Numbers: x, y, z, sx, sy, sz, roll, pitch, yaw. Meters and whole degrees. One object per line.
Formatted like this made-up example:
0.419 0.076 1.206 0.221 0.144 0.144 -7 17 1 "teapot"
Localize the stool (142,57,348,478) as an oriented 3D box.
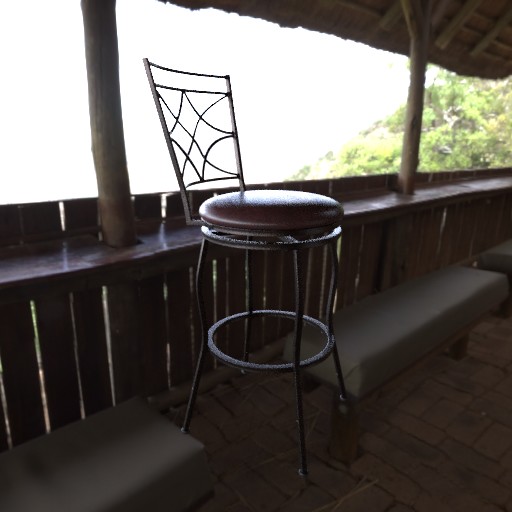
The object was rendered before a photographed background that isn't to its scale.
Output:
0.000 0.000 1.384 0.534 1.117 0.434 8 18 26 "stool"
